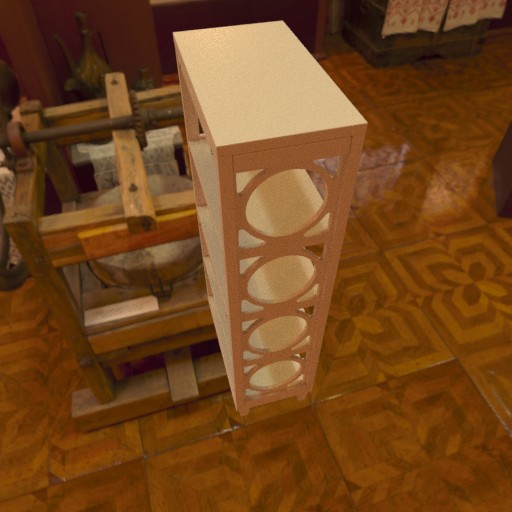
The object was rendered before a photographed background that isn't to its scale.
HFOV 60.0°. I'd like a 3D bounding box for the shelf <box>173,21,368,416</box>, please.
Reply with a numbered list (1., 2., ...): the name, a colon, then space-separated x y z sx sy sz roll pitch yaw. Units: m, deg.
1. shelf: 0.000 0.000 1.658 0.340 1.411 0.611 -12 49 -10
